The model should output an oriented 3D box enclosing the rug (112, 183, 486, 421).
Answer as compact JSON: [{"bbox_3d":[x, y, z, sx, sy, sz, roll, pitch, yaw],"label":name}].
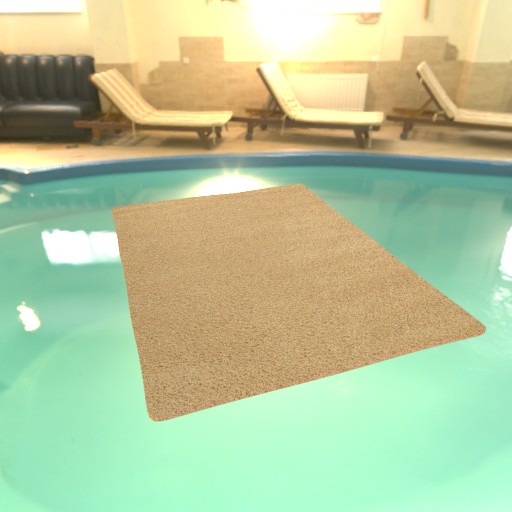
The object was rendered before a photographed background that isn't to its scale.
[{"bbox_3d":[0.000,0.000,2.070,1.199,0.025,1.600,-10,31,-17],"label":"rug"}]
